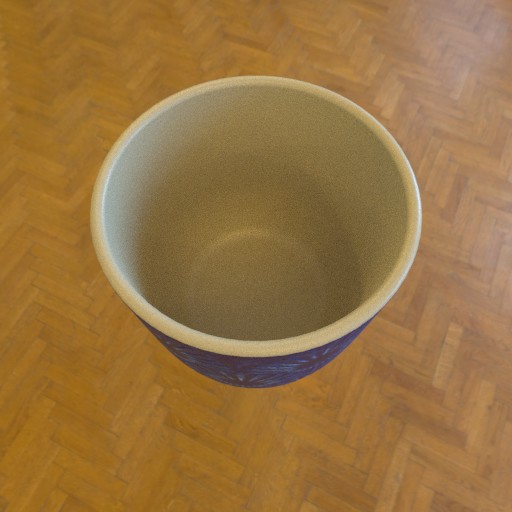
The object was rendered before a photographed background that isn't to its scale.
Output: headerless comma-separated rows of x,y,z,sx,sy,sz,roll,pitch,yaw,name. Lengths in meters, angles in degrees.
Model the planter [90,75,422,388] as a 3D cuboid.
0.000,0.000,0.215,0.124,0.109,0.124,0,64,0,planter
